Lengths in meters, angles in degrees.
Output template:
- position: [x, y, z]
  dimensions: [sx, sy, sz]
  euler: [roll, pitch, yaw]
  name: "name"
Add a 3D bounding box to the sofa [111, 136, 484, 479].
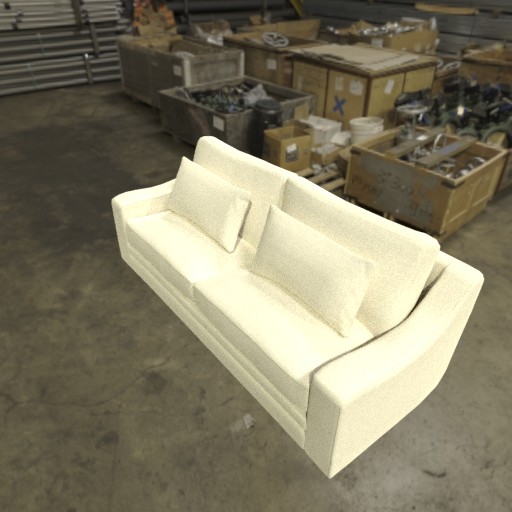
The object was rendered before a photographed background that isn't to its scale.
- position: [0.000, 0.000, 2.941]
  dimensions: [1.009, 1.022, 2.470]
  euler: [-23, 40, -31]
  name: "sofa"
